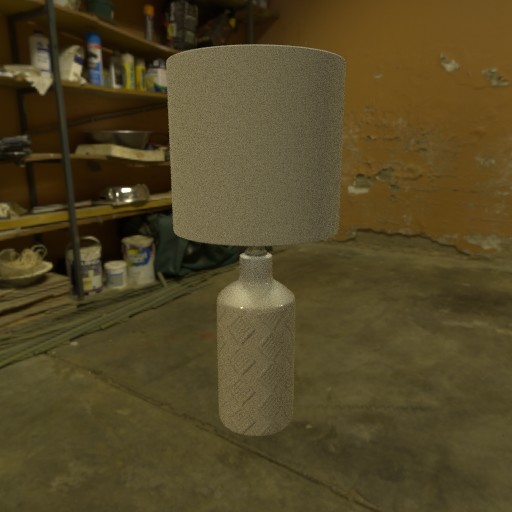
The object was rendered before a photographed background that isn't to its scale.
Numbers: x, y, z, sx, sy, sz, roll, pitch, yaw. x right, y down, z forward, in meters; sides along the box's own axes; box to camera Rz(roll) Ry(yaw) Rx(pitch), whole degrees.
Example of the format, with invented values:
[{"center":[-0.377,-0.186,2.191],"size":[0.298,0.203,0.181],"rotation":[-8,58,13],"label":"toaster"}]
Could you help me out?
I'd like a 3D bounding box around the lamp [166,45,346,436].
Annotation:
[{"center":[0.000,0.000,0.573],"size":[0.207,0.461,0.207],"rotation":[-2,14,-9],"label":"lamp"}]
